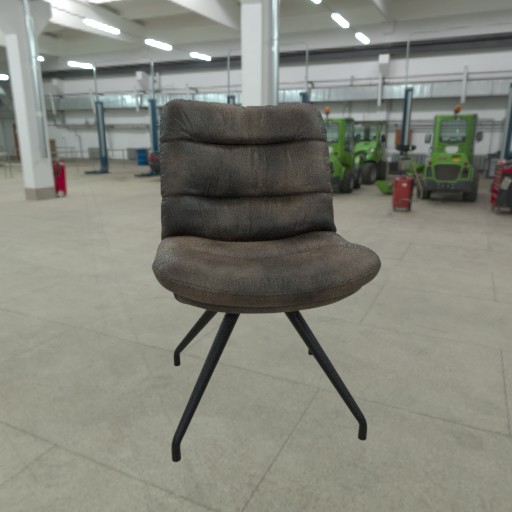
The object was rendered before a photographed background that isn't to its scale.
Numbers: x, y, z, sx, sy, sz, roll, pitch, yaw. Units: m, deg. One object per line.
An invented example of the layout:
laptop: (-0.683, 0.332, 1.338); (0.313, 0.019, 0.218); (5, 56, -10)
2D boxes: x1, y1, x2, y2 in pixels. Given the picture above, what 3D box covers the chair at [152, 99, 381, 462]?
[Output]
chair: (0.000, 0.000, 1.245); (0.549, 0.870, 0.622); (-3, 15, -9)
